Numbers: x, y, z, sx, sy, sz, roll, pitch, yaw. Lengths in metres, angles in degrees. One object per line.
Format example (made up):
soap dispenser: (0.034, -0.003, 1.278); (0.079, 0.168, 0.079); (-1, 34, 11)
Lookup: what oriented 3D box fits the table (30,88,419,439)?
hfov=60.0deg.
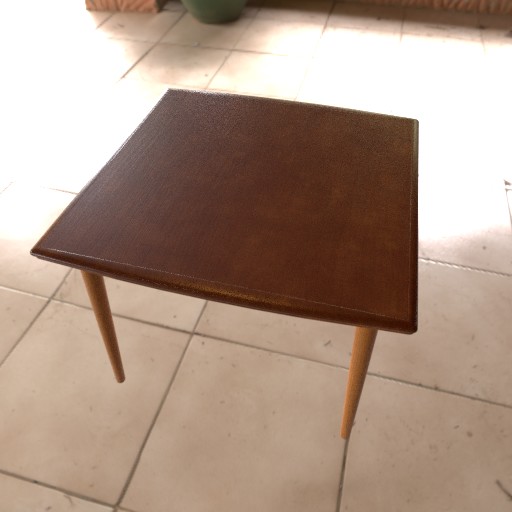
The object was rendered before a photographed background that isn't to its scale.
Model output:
table: (0.000, 0.000, 1.658); (0.991, 0.754, 0.991); (11, 48, 10)
